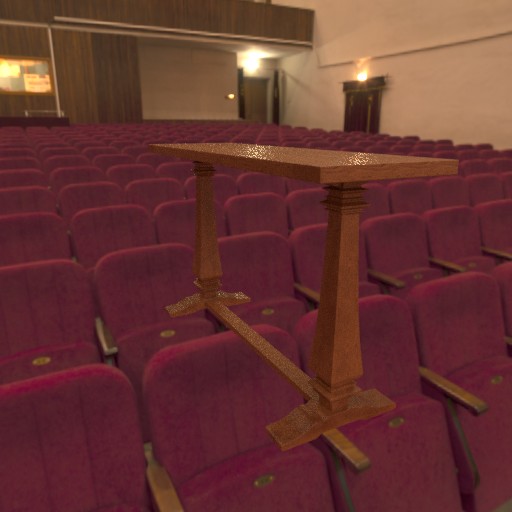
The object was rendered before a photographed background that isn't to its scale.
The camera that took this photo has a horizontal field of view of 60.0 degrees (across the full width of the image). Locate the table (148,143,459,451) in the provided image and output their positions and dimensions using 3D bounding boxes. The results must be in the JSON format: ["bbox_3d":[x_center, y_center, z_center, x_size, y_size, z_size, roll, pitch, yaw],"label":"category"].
[{"bbox_3d":[0.000,0.000,1.824,0.461,0.852,1.478,-8,18,-27],"label":"table"}]
